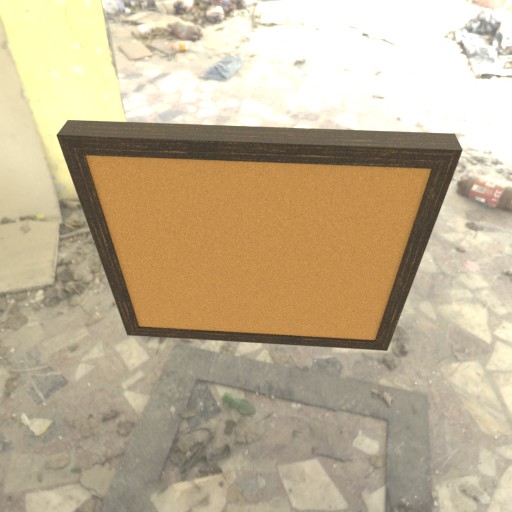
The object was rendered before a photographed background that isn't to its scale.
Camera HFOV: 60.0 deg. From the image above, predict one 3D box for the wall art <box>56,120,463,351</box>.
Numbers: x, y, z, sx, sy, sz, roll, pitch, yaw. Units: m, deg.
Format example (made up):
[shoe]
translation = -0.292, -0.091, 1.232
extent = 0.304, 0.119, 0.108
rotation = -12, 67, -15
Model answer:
[wall art]
translation = 0.000, 0.000, 0.542
extent = 0.381, 0.330, 0.031
rotation = 3, 45, 3
